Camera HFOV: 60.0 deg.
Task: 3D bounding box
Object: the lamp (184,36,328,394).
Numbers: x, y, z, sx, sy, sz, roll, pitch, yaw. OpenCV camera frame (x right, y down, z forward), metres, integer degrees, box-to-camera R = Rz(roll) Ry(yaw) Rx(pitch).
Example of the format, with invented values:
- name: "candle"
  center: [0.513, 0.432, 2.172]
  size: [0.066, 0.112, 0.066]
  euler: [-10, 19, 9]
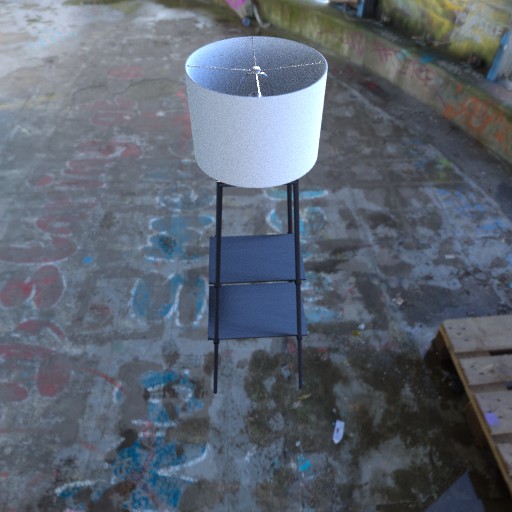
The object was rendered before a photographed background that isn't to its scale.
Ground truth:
- name: "lamp"
  center: [0.000, 0.000, 1.702]
  size: [0.427, 1.474, 0.384]
  euler: [-2, 47, -2]
